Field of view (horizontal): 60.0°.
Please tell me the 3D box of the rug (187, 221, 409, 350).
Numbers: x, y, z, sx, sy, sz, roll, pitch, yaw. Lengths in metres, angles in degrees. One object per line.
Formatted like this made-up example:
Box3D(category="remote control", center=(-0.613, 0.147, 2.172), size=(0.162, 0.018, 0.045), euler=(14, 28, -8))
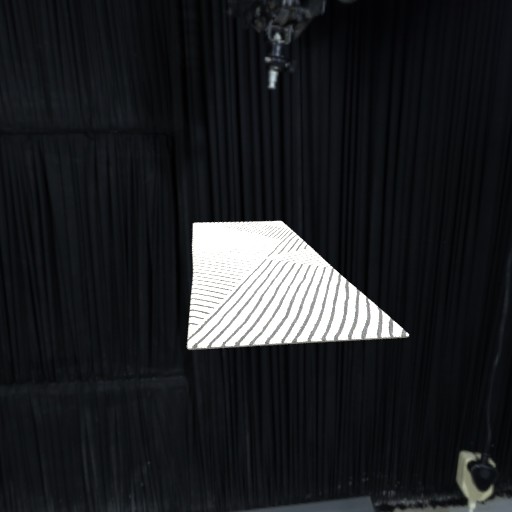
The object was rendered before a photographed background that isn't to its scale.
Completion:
Box3D(category="rug", center=(0.000, 0.000, 2.671), size=(0.773, 0.020, 2.439), euler=(-2, 14, -7))
